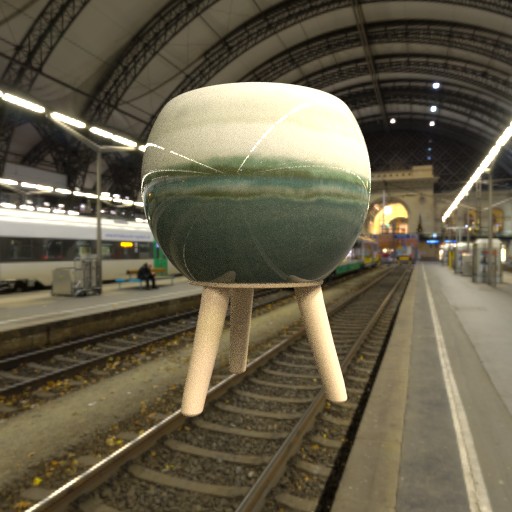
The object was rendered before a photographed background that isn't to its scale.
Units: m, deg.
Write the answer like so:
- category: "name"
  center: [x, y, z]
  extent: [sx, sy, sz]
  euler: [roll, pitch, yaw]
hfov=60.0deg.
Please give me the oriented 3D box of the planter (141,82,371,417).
- category: "planter"
  center: [0.000, 0.000, 0.442]
  extent: [0.222, 0.278, 0.222]
  euler: [0, 0, 0]
